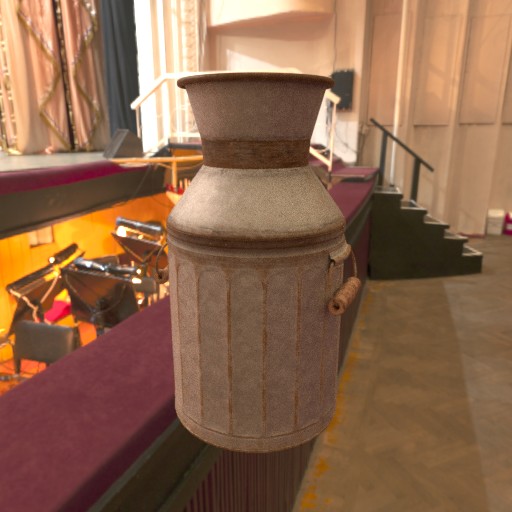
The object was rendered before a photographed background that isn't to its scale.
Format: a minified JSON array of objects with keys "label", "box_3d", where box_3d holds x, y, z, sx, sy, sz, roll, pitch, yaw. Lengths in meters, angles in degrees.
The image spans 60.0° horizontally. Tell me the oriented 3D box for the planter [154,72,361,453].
[{"label":"planter","box_3d":[0.000,0.000,0.537,0.245,0.396,0.214,8,18,24]}]
